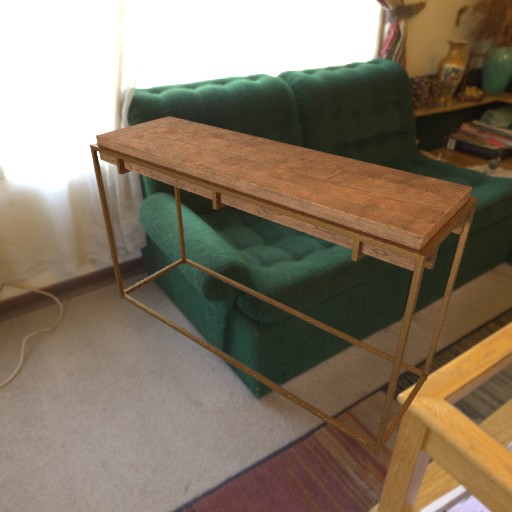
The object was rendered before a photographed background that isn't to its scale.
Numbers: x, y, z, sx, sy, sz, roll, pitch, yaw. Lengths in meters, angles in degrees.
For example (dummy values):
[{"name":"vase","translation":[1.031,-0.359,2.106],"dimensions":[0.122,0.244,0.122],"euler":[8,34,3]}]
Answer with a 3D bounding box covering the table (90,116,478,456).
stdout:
[{"name":"table","translation":[0.000,0.000,1.783],"dimensions":[1.400,0.820,0.440],"euler":[23,38,32]}]
